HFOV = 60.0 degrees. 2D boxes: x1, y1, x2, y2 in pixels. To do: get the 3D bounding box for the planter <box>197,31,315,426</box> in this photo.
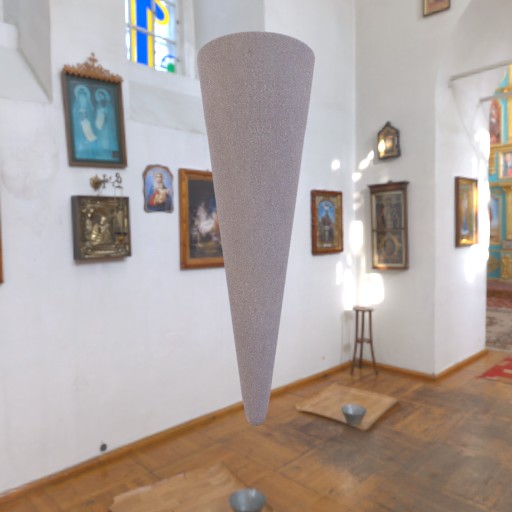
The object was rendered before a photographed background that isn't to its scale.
[{"bbox_3d":[0.000,0.000,0.299,0.078,0.259,0.087,0,2,0],"label":"planter"}]
